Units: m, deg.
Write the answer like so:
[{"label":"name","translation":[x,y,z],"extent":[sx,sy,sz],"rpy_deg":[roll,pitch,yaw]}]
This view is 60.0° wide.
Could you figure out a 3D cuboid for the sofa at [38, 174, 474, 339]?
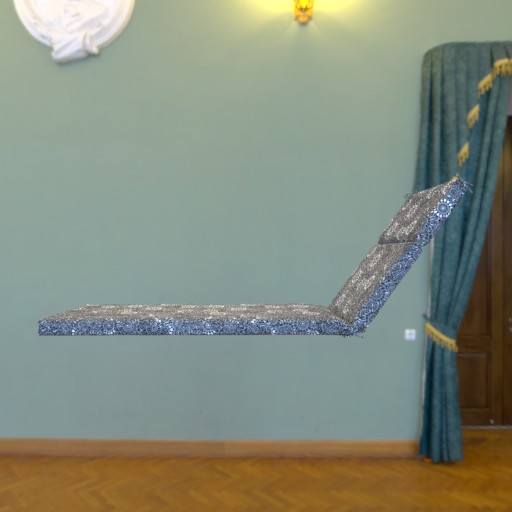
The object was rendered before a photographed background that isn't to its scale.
[{"label":"sofa","translation":[0.000,0.000,1.931],"extent":[1.663,0.622,0.582],"rpy_deg":[0,0,-1]}]
